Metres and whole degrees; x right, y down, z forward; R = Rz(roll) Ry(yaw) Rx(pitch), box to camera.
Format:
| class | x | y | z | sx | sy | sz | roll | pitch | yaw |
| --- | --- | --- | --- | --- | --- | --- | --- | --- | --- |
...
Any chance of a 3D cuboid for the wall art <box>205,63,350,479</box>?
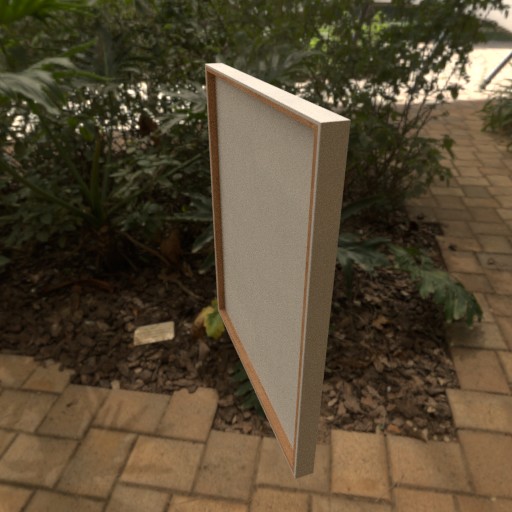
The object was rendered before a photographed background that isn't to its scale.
| class | x | y | z | sx | sy | sz | roll | pitch | yaw |
| --- | --- | --- | --- | --- | --- | --- | --- | --- | --- |
| wall art | 0.000 | 0.000 | 0.825 | 0.037 | 0.606 | 0.508 | -10 | 32 | -17 |
